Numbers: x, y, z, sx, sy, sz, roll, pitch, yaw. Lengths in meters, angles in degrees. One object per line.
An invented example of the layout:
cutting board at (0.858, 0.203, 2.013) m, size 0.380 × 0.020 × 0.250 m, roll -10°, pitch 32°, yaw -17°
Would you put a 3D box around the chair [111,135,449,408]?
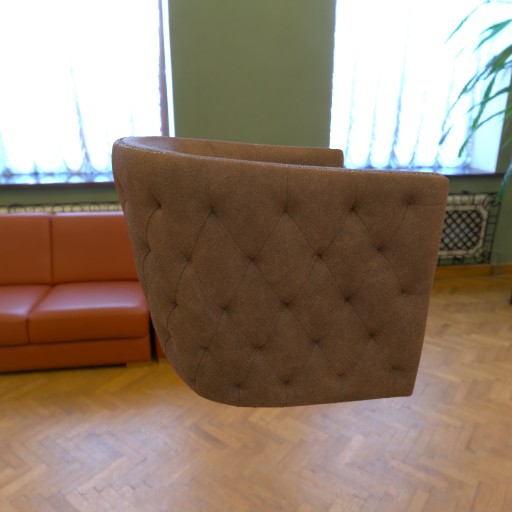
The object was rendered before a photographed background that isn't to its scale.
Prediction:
chair at (0.000, 0.000, 1.516) m, size 0.870 × 0.790 × 0.850 m, roll -3°, pitch 18°, yaw -9°
